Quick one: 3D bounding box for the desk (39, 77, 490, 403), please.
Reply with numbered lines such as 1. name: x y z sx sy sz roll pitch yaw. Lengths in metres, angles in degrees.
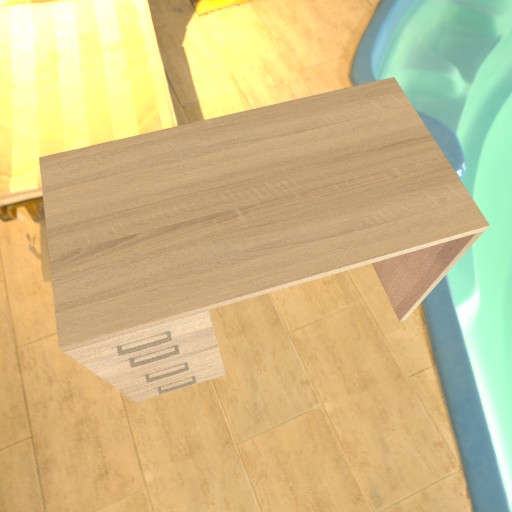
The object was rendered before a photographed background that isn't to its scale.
1. desk: 0.000 0.000 1.519 1.100 0.731 0.600 -15 64 -8
